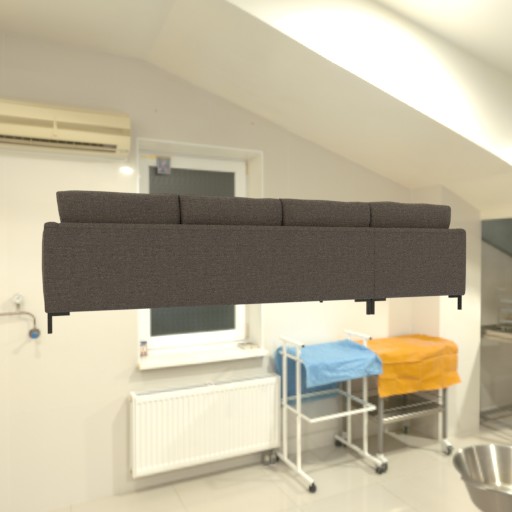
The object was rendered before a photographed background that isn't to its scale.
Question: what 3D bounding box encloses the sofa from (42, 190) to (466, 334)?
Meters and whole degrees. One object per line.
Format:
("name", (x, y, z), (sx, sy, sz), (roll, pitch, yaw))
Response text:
("sofa", (0.000, 0.000, 3.243), (2.731, 0.754, 1.258), (0, 1, -19))
